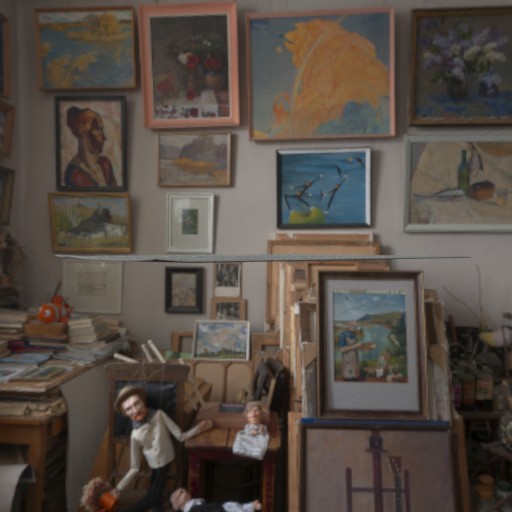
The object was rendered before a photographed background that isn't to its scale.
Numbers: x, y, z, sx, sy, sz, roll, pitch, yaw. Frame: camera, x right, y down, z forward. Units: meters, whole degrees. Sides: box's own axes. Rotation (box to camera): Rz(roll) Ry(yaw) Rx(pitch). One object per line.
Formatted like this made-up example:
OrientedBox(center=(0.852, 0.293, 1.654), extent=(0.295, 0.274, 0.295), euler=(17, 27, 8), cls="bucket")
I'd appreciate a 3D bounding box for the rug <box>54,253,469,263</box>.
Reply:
OrientedBox(center=(0.000, 0.000, 3.969), extent=(2.925, 0.026, 2.343), euler=(-1, 1, -35), cls="rug")
